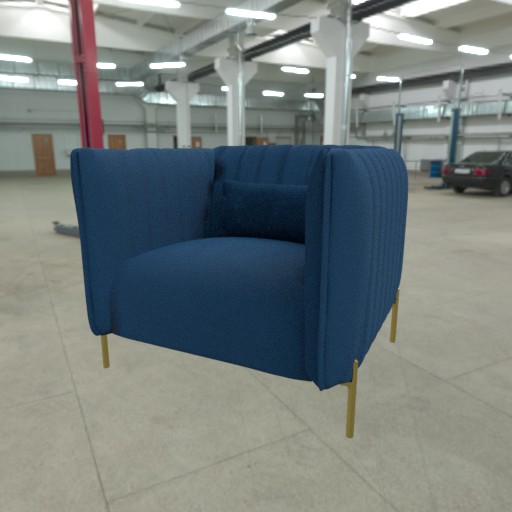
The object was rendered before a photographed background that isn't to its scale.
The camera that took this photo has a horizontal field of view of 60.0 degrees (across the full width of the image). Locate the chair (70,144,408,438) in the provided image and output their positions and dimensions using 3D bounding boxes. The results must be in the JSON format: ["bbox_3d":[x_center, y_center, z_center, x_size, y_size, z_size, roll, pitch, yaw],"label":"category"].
[{"bbox_3d":[0.000,0.000,1.617,0.947,0.793,0.877,7,15,25],"label":"chair"}]
